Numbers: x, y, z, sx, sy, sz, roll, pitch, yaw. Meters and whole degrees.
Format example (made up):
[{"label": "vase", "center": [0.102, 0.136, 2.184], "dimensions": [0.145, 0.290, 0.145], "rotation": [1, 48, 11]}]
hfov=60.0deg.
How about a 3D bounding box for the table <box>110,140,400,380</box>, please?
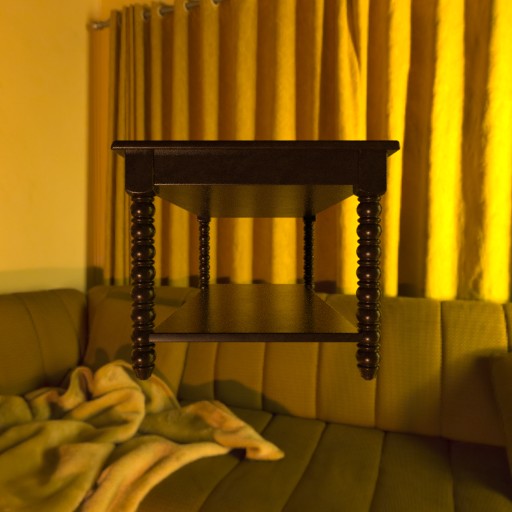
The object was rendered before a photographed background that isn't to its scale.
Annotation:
[{"label": "table", "center": [0.000, 0.000, 1.458], "dimensions": [0.580, 0.487, 1.171], "rotation": [0, 2, 0]}]
